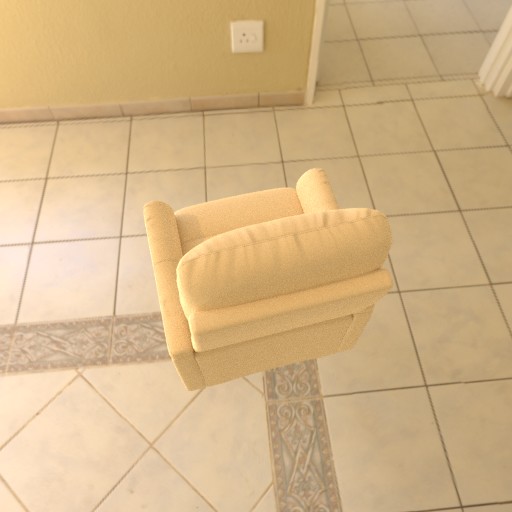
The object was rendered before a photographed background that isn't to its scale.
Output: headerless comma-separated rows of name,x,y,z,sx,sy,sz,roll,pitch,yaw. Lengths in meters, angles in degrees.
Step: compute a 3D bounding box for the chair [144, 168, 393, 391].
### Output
chair,0.000,0.000,1.675,0.775,1.082,0.831,-13,60,-8
